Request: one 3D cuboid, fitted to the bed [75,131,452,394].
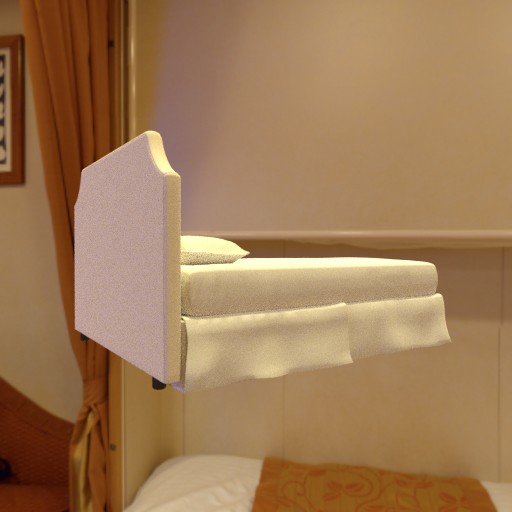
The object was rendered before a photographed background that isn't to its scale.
[{"bbox_3d":[0.000,0.000,4.191,2.773,1.590,2.350,0,1,-35],"label":"bed"}]
